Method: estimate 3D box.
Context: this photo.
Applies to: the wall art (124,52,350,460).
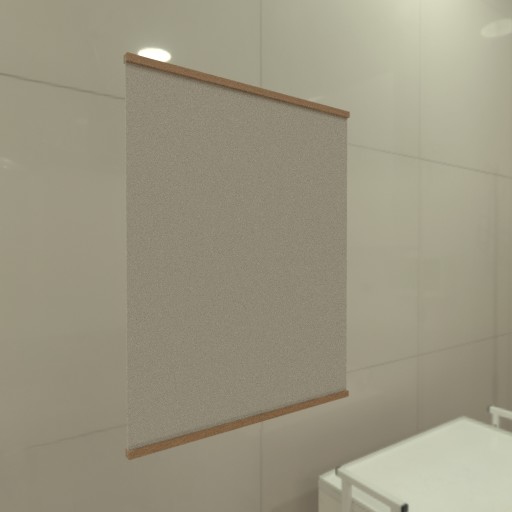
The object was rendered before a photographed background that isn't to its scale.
[{"bbox_3d":[0.000,0.000,0.677,0.405,0.508,0.012,-1,1,-36],"label":"wall art"}]
